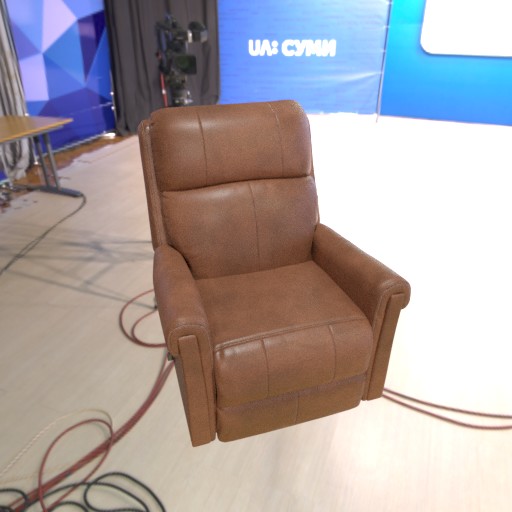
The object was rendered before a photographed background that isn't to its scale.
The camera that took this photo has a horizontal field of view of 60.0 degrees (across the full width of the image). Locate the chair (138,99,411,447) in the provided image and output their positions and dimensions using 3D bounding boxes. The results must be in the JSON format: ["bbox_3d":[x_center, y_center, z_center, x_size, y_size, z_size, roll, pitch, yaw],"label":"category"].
[{"bbox_3d":[0.000,0.000,1.794,0.838,1.054,1.014,-9,32,-15],"label":"chair"}]
